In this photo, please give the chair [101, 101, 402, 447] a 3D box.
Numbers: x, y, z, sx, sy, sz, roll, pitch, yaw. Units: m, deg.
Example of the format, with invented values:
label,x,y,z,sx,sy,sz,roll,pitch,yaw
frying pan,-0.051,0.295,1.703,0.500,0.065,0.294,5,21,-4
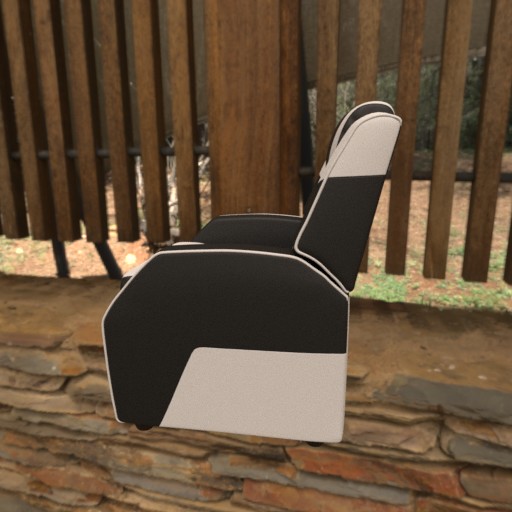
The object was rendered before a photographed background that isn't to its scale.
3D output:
label,x,y,z,sx,sy,sz,roll,pitch,yaw
chair,0.000,0.000,1.276,0.672,0.805,0.620,2,13,8
